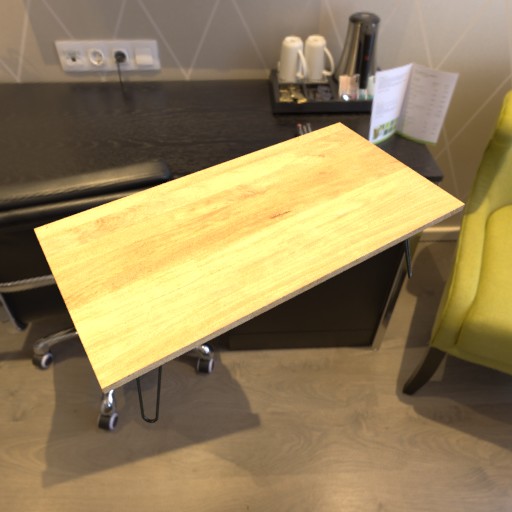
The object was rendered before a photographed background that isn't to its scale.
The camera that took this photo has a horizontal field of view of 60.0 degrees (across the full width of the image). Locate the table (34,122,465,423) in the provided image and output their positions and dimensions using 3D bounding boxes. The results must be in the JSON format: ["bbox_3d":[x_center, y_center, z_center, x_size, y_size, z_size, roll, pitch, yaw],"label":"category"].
[{"bbox_3d":[0.000,0.000,1.697,1.348,0.400,0.699,-24,50,-22],"label":"table"}]
